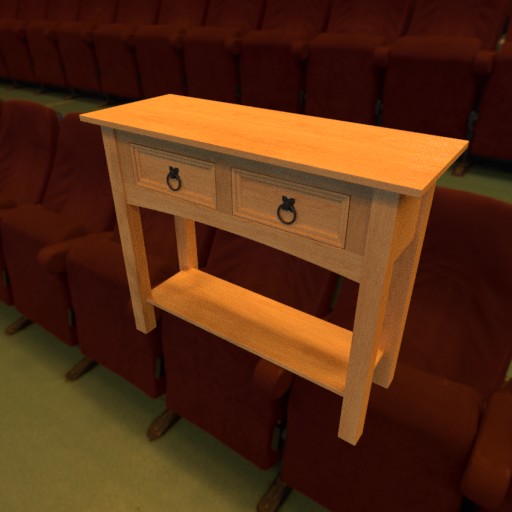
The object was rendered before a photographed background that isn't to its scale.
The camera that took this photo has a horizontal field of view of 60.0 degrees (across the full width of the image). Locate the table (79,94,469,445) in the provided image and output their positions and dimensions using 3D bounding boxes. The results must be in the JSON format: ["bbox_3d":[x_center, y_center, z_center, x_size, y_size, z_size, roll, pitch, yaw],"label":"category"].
[{"bbox_3d":[0.000,0.000,1.255,0.900,0.728,0.340,19,36,29],"label":"table"}]
